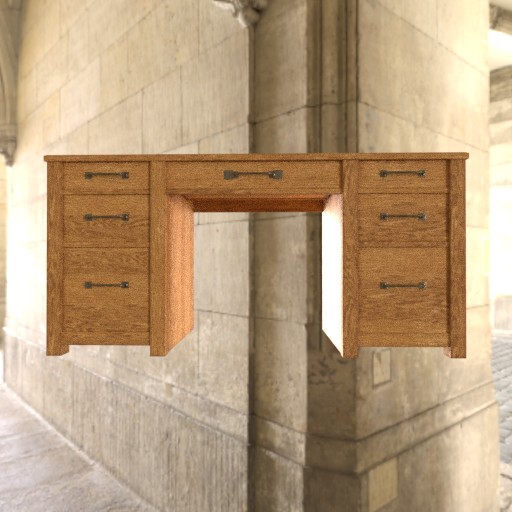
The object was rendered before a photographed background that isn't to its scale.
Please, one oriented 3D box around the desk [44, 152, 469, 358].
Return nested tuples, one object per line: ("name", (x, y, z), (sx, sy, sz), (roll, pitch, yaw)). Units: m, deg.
("desk", (0.000, 0.000, 1.959), (1.567, 0.751, 0.685), (0, 0, 2))
